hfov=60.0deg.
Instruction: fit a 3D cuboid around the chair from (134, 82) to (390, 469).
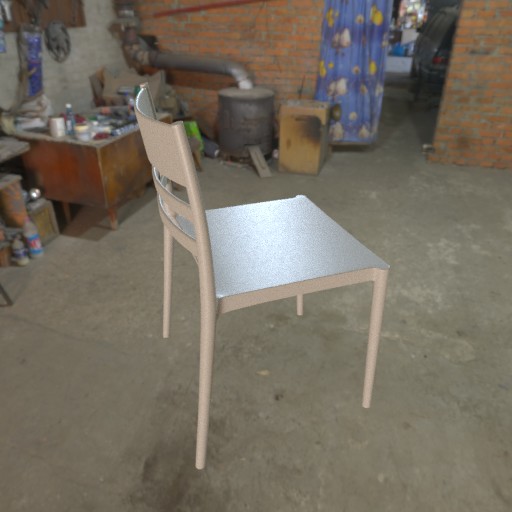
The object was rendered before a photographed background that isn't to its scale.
[{"bbox_3d":[0.000,0.000,1.142,0.511,0.800,0.531,-10,31,-17],"label":"chair"}]
